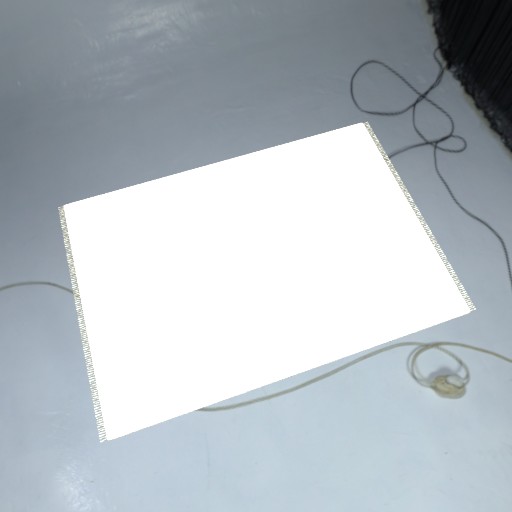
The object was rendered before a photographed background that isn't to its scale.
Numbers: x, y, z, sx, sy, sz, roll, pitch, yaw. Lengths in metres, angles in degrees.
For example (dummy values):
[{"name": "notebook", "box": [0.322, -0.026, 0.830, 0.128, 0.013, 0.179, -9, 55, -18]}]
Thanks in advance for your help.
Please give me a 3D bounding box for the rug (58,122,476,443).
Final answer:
[{"name": "rug", "box": [0.000, 0.000, 2.766, 2.233, 0.011, 1.514, -17, 66, -8]}]
